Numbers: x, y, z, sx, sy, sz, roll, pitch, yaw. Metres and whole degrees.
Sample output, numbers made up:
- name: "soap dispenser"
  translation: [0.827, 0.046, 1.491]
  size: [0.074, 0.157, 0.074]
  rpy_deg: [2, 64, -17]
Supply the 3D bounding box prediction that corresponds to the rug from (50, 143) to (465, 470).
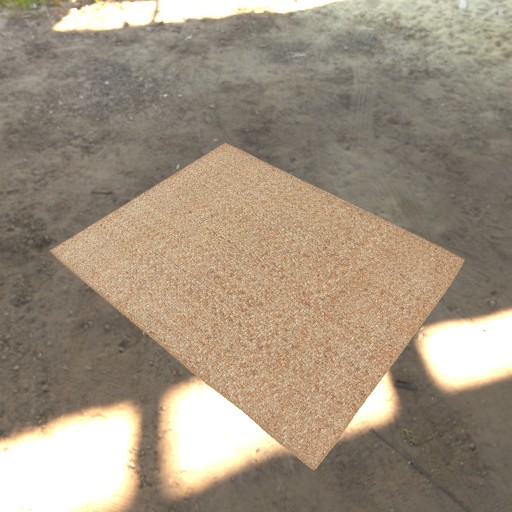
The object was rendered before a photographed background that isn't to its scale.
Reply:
- name: "rug"
  translation: [0.000, 0.000, 4.123]
  size: [3.048, 0.013, 2.439]
  rpy_deg: [32, 54, 26]
